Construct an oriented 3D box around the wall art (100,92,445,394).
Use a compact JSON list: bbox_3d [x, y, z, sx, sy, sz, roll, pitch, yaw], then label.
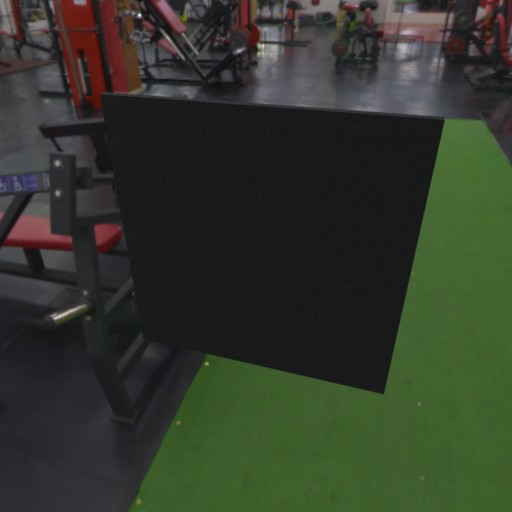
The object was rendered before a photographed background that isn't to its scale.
[{"bbox_3d":[0.000,0.000,0.690,0.456,0.458,0.013,9,33,15],"label":"wall art"}]
